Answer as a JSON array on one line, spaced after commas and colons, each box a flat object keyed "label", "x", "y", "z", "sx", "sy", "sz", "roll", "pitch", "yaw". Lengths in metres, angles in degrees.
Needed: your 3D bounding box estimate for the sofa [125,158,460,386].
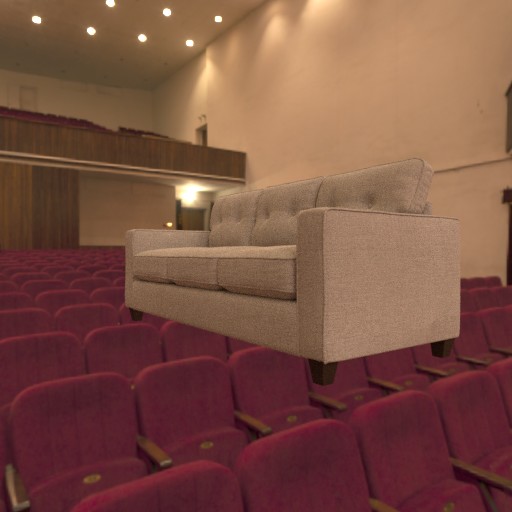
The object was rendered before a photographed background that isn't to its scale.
[{"label": "sofa", "x": 0.000, "y": 0.000, "z": 2.718, "sx": 0.939, "sy": 0.965, "sz": 2.133, "roll": 0, "pitch": 1, "yaw": -36}]
